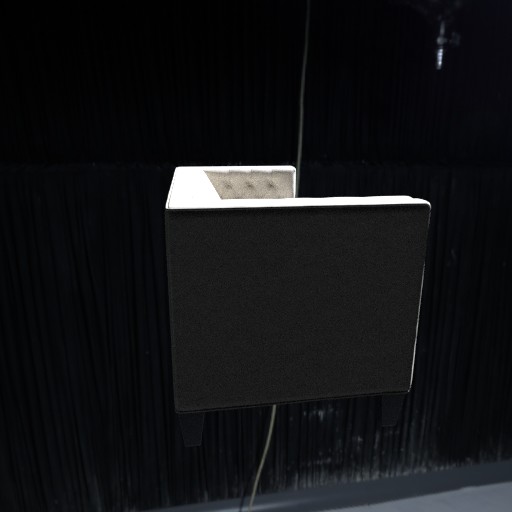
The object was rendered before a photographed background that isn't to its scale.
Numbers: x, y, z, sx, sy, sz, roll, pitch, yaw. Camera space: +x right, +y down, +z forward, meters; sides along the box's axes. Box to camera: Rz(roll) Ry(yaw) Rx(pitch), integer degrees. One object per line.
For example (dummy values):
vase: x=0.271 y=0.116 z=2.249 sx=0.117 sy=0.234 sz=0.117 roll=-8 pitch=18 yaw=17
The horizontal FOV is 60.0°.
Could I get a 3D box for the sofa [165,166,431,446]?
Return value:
sofa: x=0.000 y=0.000 z=2.175 sx=0.775 sy=0.762 sz=1.778 roll=-2 pitch=15 yaw=-9
